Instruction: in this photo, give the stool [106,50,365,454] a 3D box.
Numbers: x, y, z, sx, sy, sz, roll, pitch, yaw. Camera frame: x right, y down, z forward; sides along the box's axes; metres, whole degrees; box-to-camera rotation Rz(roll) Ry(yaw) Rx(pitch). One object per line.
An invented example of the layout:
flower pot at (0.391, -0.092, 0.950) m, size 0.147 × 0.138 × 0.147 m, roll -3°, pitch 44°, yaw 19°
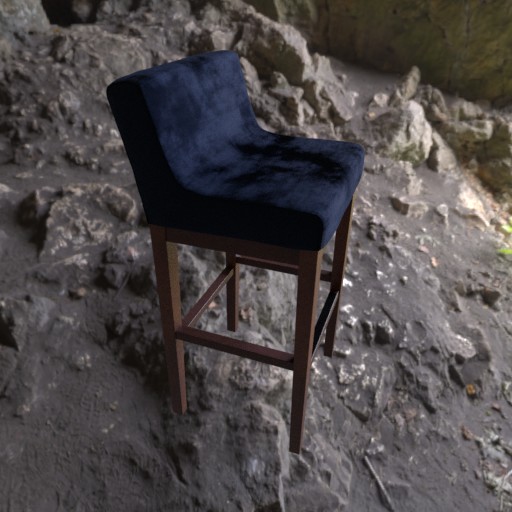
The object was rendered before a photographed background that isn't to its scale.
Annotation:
stool at (0.000, 0.000, 1.295) m, size 0.500 × 1.037 × 0.511 m, roll 11°, pitch 34°, yaw 18°
